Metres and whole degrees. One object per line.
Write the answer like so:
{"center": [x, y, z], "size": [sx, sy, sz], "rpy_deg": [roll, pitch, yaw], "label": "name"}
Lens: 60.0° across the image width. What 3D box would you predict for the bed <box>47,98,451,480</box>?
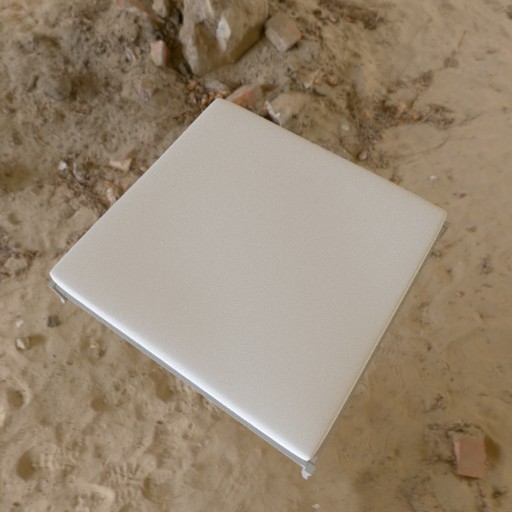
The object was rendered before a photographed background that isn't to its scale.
{"center": [0.000, 0.000, 3.148], "size": [2.108, 0.510, 2.007], "rpy_deg": [31, 67, 15], "label": "bed"}
